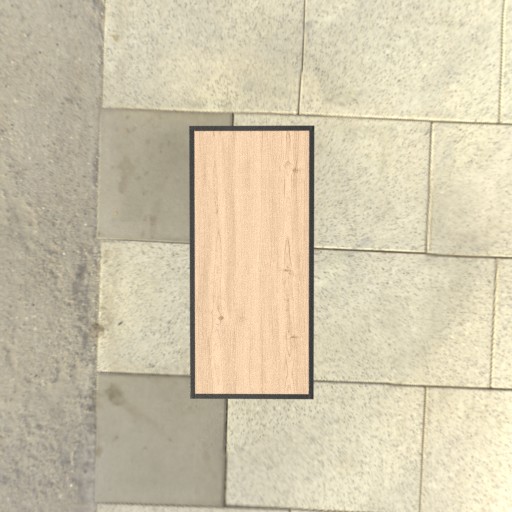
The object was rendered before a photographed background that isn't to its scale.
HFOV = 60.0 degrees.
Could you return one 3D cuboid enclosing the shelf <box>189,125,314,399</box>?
[{"bbox_3d":[0.000,0.000,2.171,0.350,1.850,0.770,0,91,1],"label":"shelf"}]
